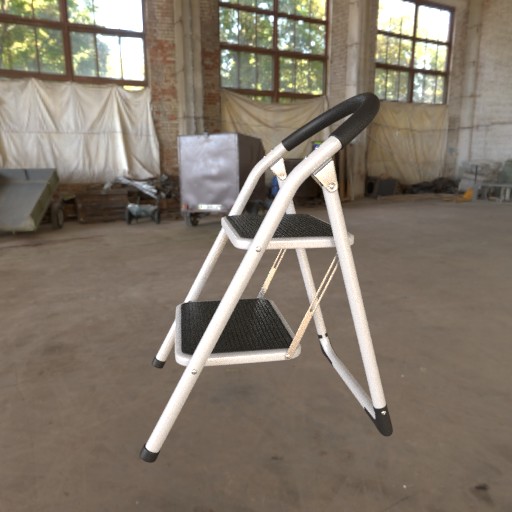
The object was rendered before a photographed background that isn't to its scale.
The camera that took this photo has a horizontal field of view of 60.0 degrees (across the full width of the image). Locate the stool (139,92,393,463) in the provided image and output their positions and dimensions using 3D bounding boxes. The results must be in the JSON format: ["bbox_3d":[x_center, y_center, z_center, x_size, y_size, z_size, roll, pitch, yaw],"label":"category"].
[{"bbox_3d":[0.000,0.000,1.082,0.559,0.760,0.453,-2,13,-9],"label":"stool"}]
